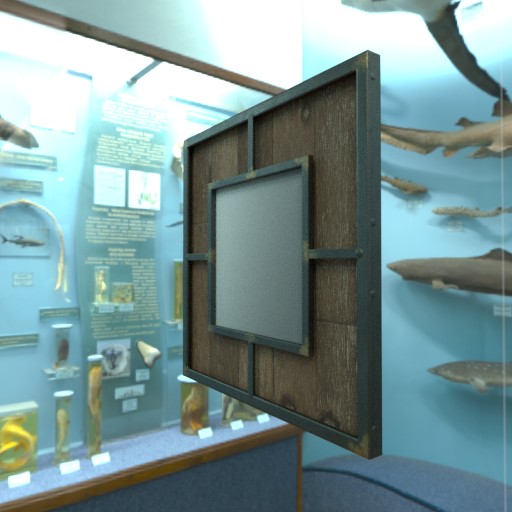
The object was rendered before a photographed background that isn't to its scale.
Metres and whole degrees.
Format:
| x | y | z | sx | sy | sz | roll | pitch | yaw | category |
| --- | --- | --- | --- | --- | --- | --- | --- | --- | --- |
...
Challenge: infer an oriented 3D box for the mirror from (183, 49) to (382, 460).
| x | y | z | sx | sy | sz | roll | pitch | yaw | category |
| --- | --- | --- | --- | --- | --- | --- | --- | --- | --- |
| 0.000 | 0.000 | 0.570 | 0.020 | 0.381 | 0.382 | 1 | -1 | -36 | mirror |
